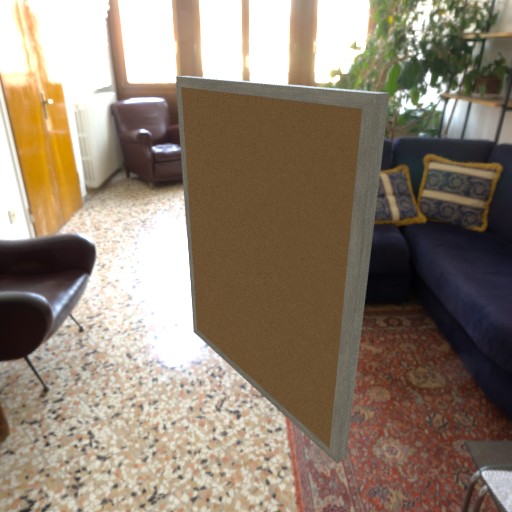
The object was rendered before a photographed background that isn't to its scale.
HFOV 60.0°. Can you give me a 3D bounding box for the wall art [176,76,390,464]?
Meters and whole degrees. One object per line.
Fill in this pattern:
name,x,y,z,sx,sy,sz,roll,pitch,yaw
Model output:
wall art,0.000,0.000,0.797,0.022,0.582,0.479,-18,30,-33
